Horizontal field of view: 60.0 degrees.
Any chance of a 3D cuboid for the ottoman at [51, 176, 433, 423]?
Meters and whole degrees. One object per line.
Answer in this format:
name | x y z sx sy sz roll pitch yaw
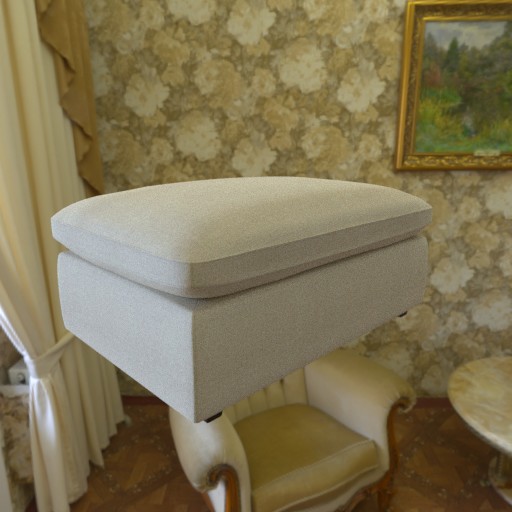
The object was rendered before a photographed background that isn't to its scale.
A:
ottoman | 0.000 0.000 1.348 0.984 0.453 0.686 -14 20 -42
